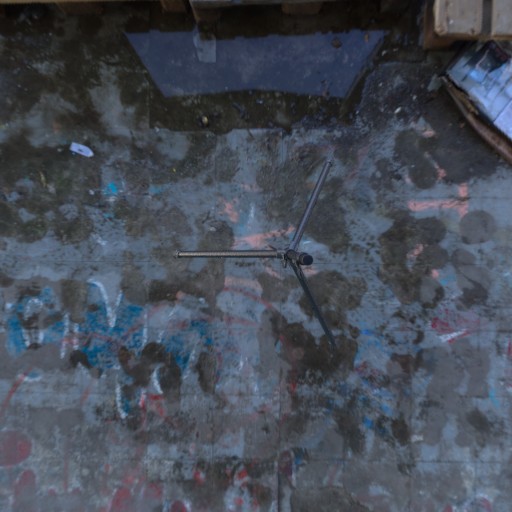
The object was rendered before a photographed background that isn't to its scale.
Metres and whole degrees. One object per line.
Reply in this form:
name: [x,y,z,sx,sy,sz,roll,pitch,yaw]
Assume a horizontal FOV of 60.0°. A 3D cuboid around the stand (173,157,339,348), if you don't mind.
stand: [0.000,0.000,1.882,0.907,1.136,1.045,0,92,0]
